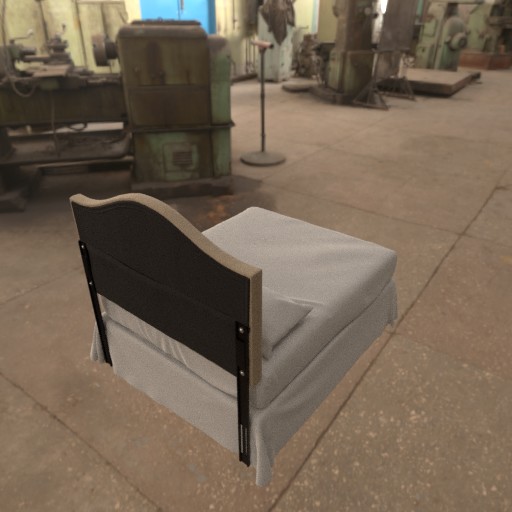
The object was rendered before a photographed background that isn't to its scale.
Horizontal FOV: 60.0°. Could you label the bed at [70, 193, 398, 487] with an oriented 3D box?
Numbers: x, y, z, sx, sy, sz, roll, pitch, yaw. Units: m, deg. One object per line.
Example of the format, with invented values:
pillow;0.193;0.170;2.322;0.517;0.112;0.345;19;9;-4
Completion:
bed;0.000;0.000;3.555;1.876;1.645;2.221;22;36;33
